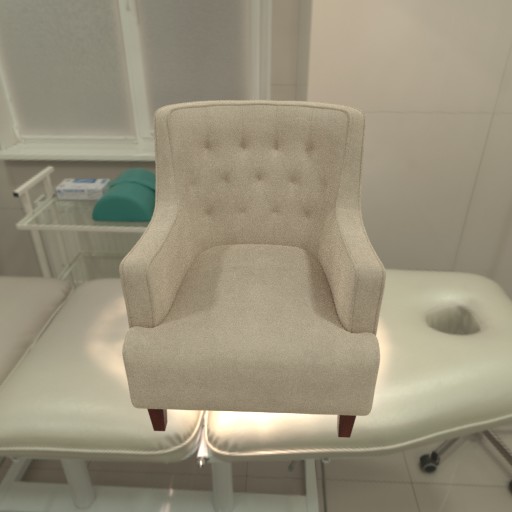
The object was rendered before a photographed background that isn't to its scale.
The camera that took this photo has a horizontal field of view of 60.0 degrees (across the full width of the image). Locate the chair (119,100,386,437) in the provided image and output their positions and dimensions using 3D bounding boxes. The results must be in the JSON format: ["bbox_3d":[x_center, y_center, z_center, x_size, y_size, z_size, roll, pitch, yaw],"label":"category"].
[{"bbox_3d":[0.000,0.000,1.589,0.781,0.920,0.910,1,30,2],"label":"chair"}]
